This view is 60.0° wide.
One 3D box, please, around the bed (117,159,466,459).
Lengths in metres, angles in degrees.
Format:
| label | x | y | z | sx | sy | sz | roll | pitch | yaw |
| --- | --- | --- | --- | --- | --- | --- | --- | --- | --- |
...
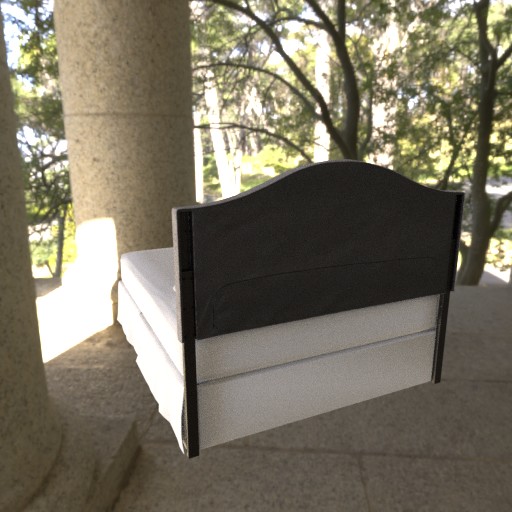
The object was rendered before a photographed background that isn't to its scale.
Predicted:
| label | x | y | z | sx | sy | sz | roll | pitch | yaw |
| --- | --- | --- | --- | --- | --- | --- | --- | --- | --- |
| bed | 0.000 | 0.000 | 2.944 | 1.610 | 1.295 | 1.870 | -6 | 15 | -25 |
